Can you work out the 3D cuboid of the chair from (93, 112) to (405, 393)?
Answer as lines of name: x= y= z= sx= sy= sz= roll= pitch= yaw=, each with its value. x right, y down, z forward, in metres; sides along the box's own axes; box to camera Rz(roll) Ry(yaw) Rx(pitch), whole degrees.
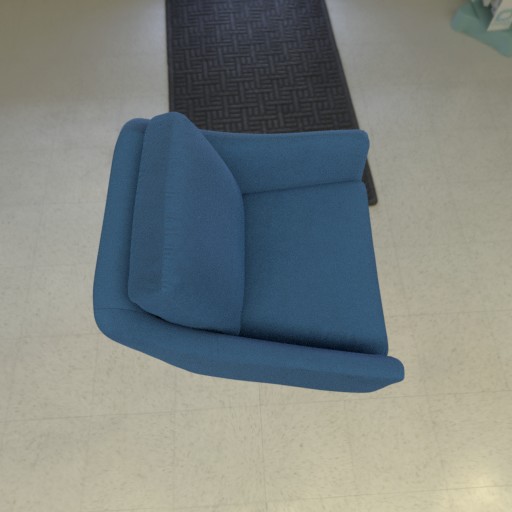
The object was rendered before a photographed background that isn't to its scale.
chair: x=0.000 y=0.000 z=1.700 sx=0.961 sy=0.899 sz=0.987 roll=-1 pitch=65 yaw=0
